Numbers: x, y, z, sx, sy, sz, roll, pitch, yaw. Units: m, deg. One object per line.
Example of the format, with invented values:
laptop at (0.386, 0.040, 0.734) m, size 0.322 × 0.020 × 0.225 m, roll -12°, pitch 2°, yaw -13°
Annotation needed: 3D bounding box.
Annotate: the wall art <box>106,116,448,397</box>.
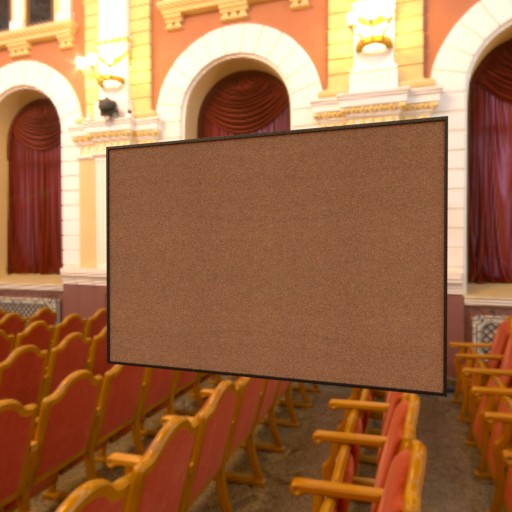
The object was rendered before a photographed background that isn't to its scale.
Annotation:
wall art at (0.000, 0.000, 1.205) m, size 0.957 × 0.660 × 0.019 m, roll 0°, pitch 1°, yaw 19°
